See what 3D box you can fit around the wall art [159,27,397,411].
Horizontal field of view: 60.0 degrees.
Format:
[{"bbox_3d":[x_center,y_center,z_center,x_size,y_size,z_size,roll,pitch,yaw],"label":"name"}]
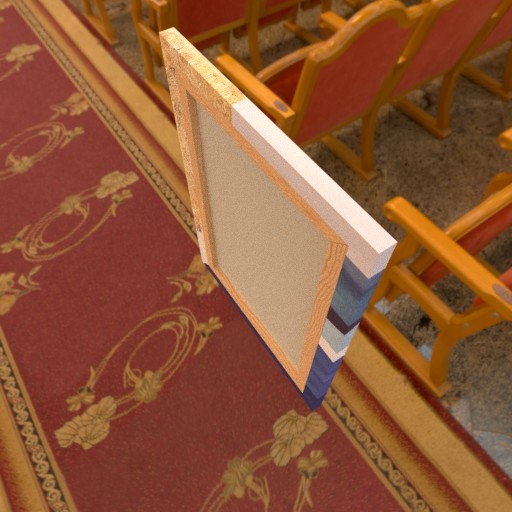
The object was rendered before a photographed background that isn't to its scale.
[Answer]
[{"bbox_3d":[0.000,0.000,0.792,0.026,0.613,0.458,-30,62,-18],"label":"wall art"}]
